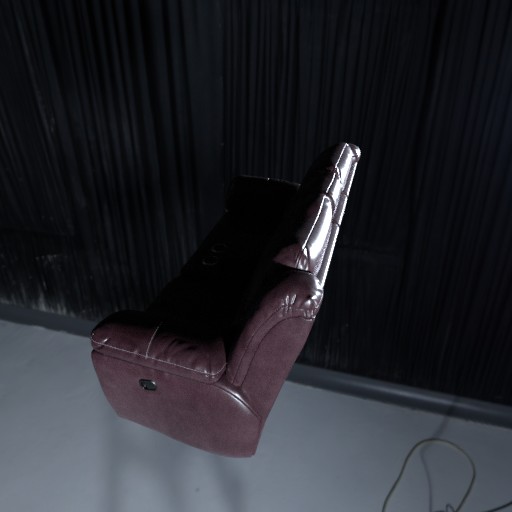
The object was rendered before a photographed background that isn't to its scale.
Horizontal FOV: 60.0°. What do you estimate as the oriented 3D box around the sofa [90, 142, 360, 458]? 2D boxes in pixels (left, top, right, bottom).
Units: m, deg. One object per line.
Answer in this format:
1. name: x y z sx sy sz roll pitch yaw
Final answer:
1. sofa: 0.000 0.000 2.629 0.991 1.043 2.058 8 31 14
